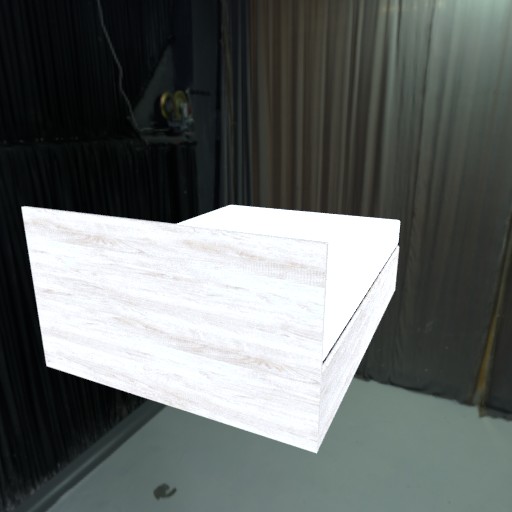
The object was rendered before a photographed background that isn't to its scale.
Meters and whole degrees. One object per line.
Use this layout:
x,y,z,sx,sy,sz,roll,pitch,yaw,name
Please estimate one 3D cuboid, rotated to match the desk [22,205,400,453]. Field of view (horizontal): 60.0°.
0.000,0.000,2.616,1.400,0.800,1.900,8,19,24,desk
